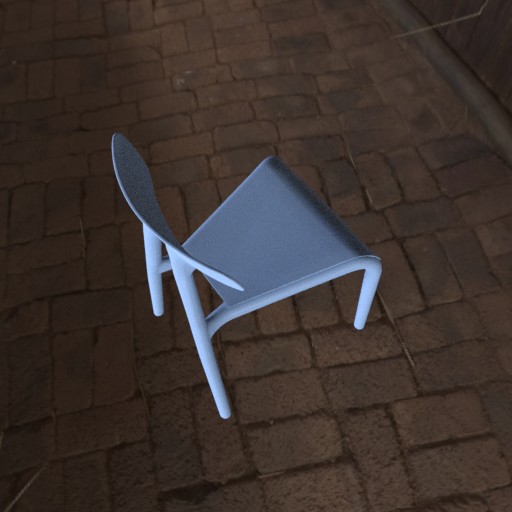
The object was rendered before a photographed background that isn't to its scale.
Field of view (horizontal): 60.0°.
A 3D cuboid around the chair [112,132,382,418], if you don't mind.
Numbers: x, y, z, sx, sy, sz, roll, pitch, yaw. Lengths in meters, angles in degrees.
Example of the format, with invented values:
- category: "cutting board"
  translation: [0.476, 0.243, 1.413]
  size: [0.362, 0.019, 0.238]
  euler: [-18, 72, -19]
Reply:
- category: "chair"
  translation: [0.000, 0.000, 0.840]
  size: [0.401, 0.580, 0.356]
  euler: [-32, 65, -17]
